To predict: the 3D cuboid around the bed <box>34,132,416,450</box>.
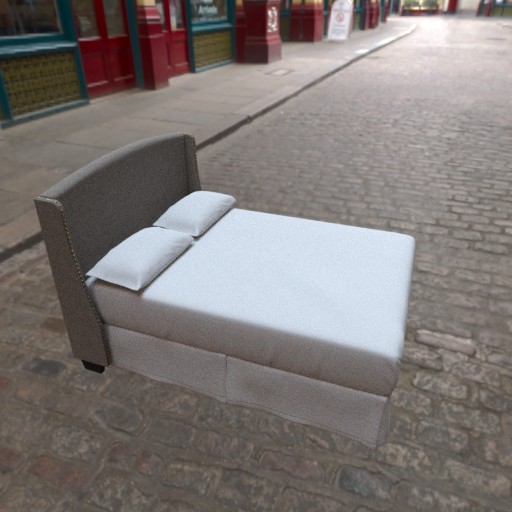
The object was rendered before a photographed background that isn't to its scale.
[{"bbox_3d":[0.000,0.000,3.280,2.237,1.407,1.710,10,31,18],"label":"bed"}]
